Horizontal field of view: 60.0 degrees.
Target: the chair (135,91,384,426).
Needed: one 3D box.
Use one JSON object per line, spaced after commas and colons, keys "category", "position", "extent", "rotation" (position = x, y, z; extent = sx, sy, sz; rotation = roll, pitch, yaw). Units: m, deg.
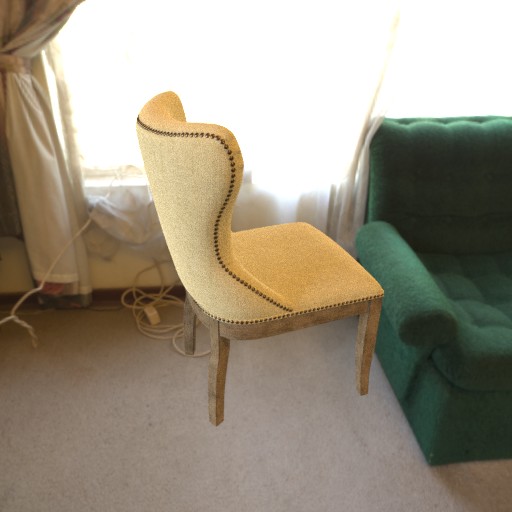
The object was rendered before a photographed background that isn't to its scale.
{"category": "chair", "position": [0.000, 0.000, 1.495], "extent": [0.681, 1.002, 0.654], "rotation": [-10, 30, -18]}
